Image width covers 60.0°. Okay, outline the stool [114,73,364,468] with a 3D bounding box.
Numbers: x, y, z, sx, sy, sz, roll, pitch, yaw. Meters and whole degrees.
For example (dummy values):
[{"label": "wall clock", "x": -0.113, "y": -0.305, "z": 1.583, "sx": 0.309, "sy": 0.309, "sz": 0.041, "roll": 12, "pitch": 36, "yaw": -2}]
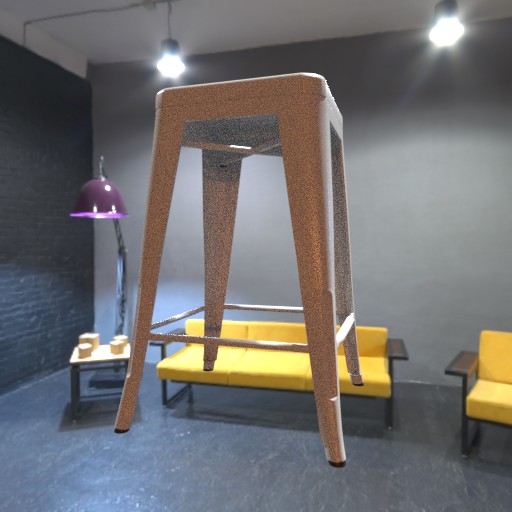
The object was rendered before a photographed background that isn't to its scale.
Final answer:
[{"label": "stool", "x": 0.000, "y": 0.000, "z": 0.898, "sx": 0.406, "sy": 0.610, "sz": 0.406, "roll": 1, "pitch": 2, "yaw": 18}]
